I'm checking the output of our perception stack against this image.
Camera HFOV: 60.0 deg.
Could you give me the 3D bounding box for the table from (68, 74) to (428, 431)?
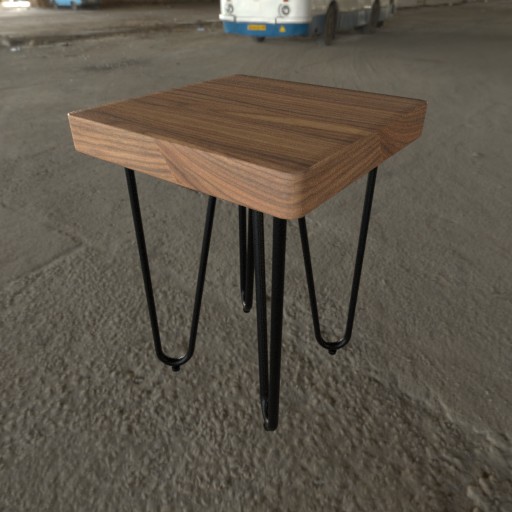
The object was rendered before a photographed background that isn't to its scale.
[{"bbox_3d":[0.000,0.000,0.976,0.480,0.641,0.479,22,38,31],"label":"table"}]
